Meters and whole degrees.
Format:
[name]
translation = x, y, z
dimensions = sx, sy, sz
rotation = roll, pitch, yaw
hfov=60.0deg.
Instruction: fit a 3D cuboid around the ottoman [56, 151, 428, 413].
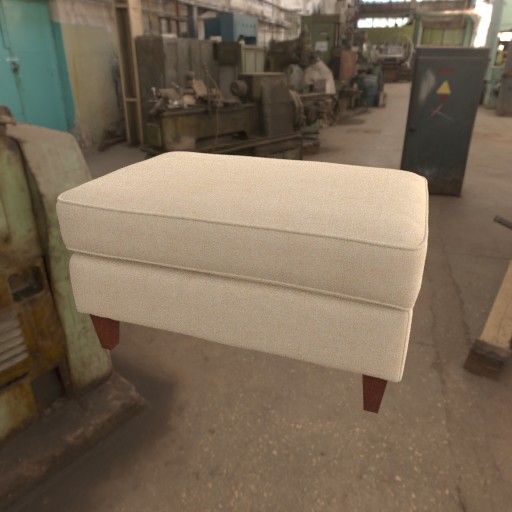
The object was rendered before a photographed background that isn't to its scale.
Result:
[ottoman]
translation = 0.000, 0.000, 1.252
dimensions = 0.862, 0.484, 0.583
rotation = 8, 26, 17
